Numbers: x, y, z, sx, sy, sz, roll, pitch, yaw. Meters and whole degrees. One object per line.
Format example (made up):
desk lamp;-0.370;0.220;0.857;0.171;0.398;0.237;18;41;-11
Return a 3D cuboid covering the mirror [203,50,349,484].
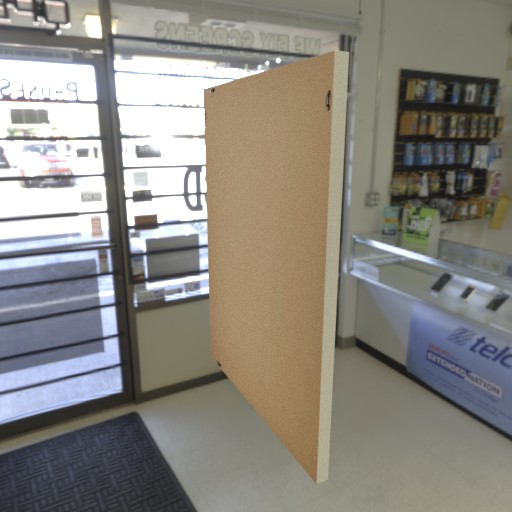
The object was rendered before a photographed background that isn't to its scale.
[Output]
mirror;0.000;0.000;1.334;0.040;1.016;0.762;-7;16;-25
